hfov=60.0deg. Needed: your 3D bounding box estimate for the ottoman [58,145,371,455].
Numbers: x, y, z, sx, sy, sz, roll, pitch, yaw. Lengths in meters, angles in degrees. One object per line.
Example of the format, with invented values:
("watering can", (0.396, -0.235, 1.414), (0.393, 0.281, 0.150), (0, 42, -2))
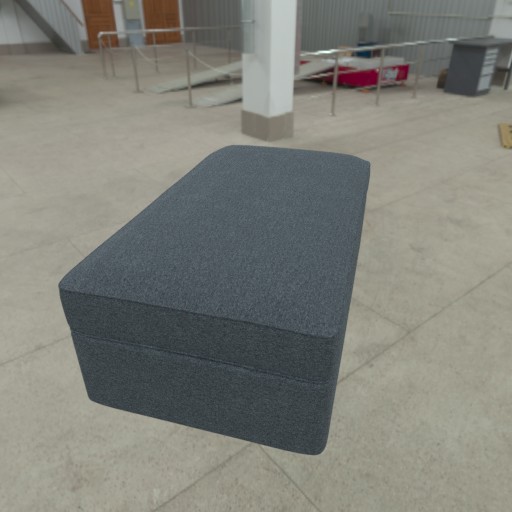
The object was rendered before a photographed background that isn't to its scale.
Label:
("ottoman", (0.000, 0.000, 1.544), (0.681, 0.494, 1.173), (8, 31, 14))
